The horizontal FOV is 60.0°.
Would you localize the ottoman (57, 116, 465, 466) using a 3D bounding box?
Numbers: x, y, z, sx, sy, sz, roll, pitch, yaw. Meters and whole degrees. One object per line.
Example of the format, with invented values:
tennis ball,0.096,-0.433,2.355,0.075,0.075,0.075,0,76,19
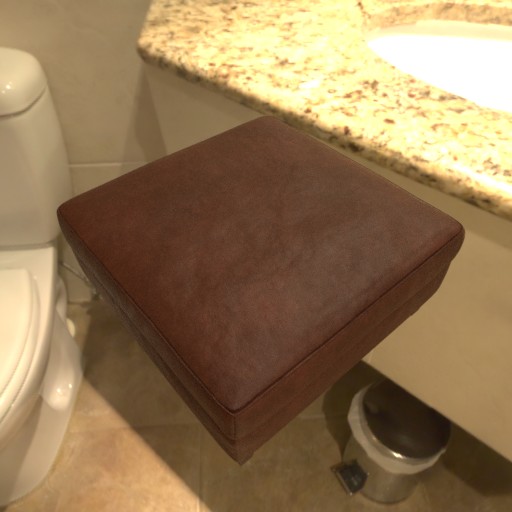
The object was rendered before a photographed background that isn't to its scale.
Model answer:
ottoman,0.000,0.000,1.322,0.836,0.415,0.844,-32,54,-27
